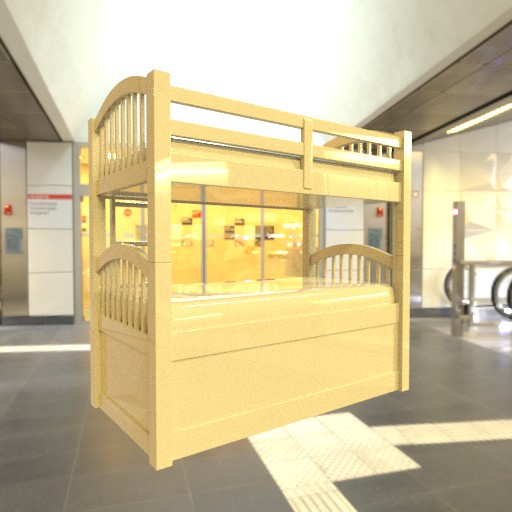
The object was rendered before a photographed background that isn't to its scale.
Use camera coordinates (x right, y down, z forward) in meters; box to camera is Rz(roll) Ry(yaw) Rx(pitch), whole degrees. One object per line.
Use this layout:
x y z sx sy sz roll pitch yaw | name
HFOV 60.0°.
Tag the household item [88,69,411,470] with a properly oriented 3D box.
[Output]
0.000 0.000 3.186 2.032 2.032 1.143 -1 2 -36 | household item
